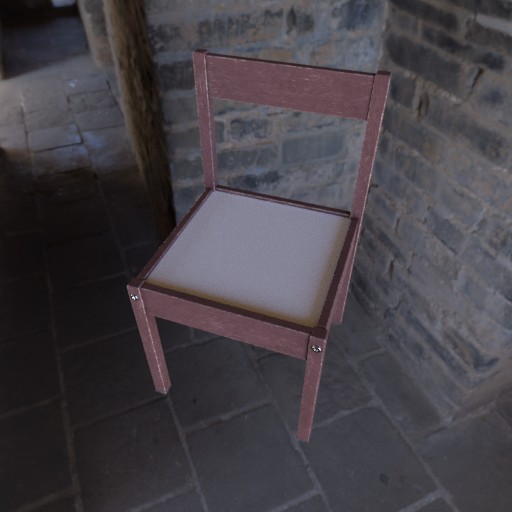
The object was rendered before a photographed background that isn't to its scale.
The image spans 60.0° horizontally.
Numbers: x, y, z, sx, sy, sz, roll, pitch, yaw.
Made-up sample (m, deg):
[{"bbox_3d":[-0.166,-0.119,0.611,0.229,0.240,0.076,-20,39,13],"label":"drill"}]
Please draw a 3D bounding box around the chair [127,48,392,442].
[{"bbox_3d":[0.000,0.000,0.694,0.285,0.505,0.285,13,44,14],"label":"chair"}]
